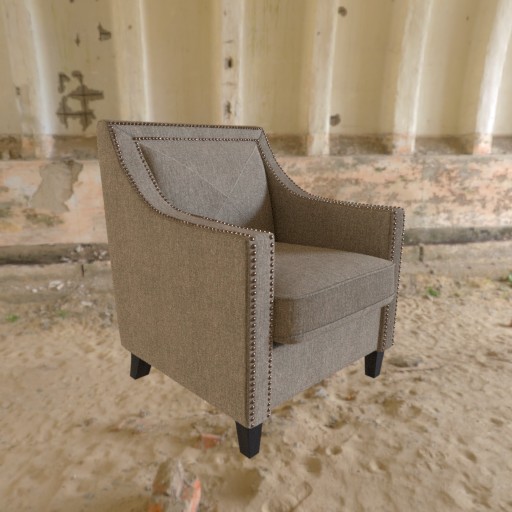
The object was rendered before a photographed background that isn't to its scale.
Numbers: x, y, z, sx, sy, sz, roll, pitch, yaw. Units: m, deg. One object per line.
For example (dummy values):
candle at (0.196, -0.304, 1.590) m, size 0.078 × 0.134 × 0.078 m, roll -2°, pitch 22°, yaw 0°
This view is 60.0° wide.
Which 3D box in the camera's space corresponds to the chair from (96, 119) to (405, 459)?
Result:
chair at (0.000, 0.000, 1.631) m, size 0.776 × 0.967 × 0.884 m, roll -13°, pitch 19°, yaw -42°
